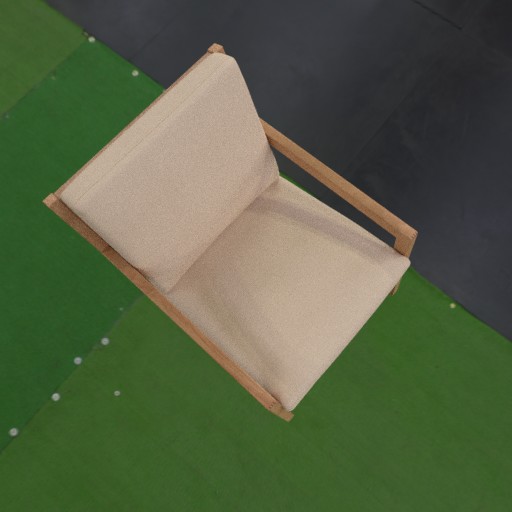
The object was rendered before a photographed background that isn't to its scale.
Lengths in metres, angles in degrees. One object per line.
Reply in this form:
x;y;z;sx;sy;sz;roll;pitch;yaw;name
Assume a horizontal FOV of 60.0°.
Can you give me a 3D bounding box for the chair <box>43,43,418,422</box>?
0.000;0.000;1.385;0.857;0.790;0.622;41;79;10;chair
